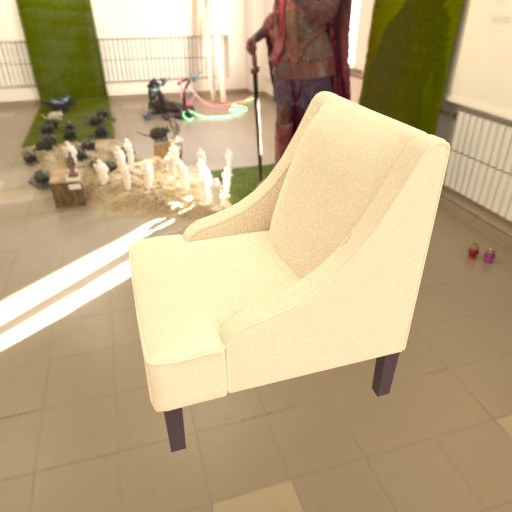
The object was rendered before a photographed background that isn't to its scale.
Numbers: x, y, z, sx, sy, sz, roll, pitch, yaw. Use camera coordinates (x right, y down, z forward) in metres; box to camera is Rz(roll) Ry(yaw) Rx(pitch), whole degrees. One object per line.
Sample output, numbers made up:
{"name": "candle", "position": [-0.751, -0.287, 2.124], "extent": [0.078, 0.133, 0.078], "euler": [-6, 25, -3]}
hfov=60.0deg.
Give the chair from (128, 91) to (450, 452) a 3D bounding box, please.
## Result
{"name": "chair", "position": [0.000, 0.000, 1.463], "extent": [0.806, 0.886, 0.689], "euler": [-9, 32, -15]}
